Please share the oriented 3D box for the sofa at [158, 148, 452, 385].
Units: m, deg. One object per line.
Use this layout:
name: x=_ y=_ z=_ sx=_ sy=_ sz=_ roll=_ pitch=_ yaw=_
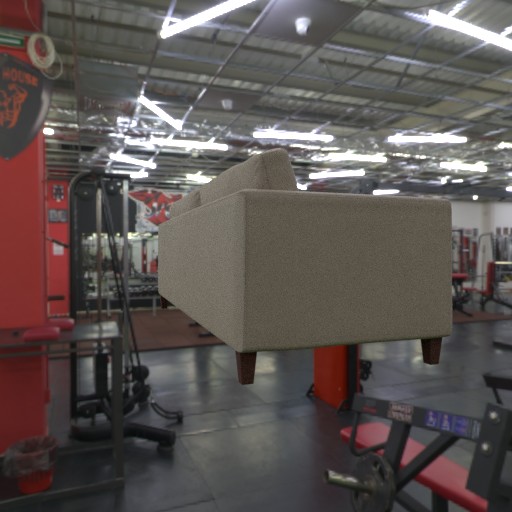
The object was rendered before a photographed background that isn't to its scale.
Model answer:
sofa: x=0.000 y=0.000 z=2.833 sx=0.988 sy=0.912 sz=2.404 roll=0 pitch=1 yaw=-19
